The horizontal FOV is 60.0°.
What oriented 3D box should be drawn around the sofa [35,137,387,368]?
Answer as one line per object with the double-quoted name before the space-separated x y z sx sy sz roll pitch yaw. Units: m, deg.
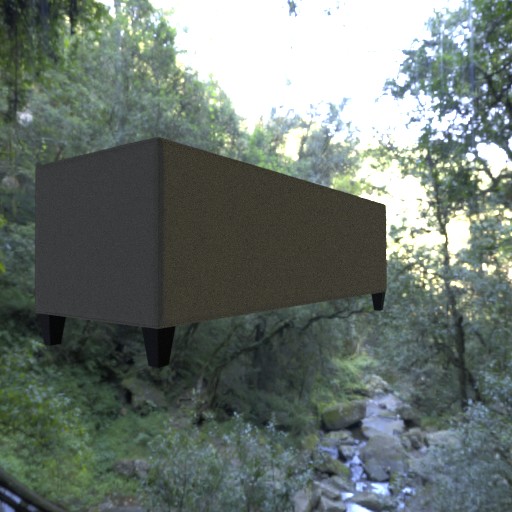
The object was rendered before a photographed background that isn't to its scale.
"sofa" 0.000 0.000 2.530 0.775 0.762 2.159 0 -1 36
